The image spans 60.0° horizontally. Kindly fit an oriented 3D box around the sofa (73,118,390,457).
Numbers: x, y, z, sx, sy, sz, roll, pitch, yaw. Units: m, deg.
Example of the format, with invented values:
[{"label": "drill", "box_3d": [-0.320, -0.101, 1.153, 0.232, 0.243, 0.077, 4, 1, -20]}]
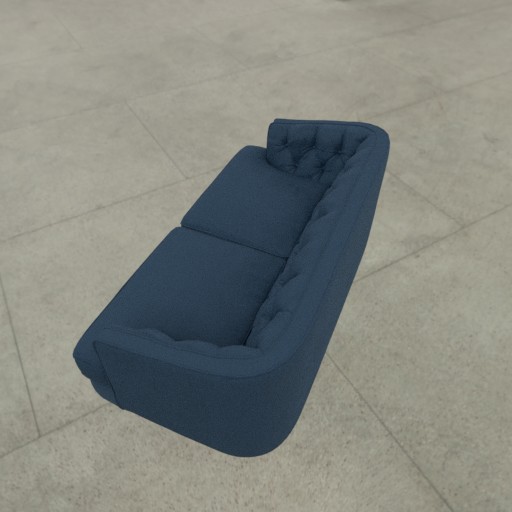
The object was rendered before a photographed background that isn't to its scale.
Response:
[{"label": "sofa", "box_3d": [0.000, 0.000, 2.233, 0.941, 0.854, 1.733, 18, 49, 16]}]
